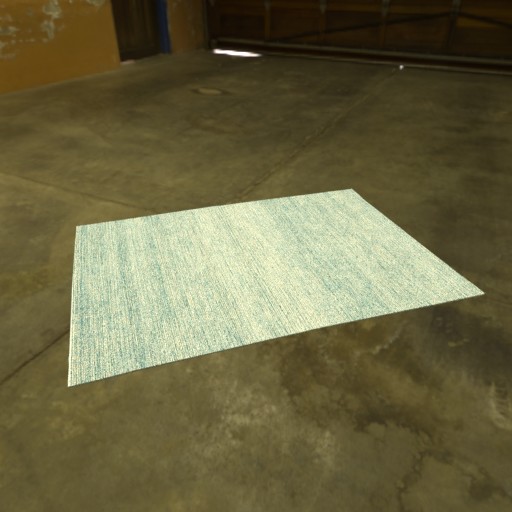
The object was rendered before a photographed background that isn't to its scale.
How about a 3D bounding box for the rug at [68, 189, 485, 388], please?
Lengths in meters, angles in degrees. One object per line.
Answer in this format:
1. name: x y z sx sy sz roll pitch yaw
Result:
1. rug: 0.000 0.000 2.943 2.306 0.030 1.613 -10 33 -15
